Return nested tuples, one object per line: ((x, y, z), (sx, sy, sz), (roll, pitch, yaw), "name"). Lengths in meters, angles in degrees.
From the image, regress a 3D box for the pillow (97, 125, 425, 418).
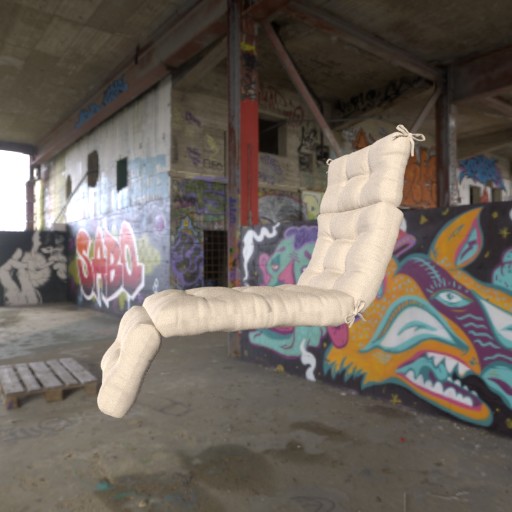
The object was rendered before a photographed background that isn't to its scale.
((0.000, 0.000, 1.527), (1.016, 0.863, 0.526), (0, -1, -18), "pillow")
